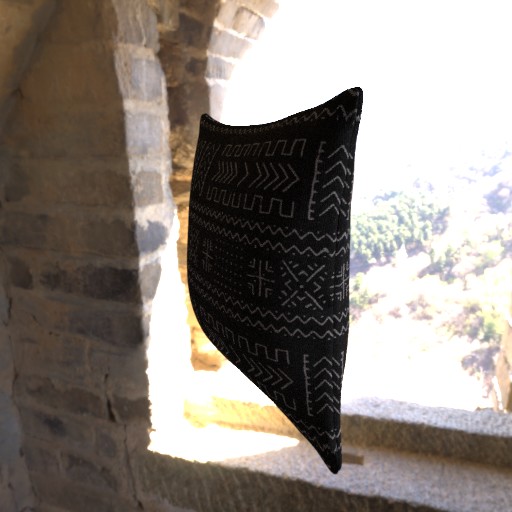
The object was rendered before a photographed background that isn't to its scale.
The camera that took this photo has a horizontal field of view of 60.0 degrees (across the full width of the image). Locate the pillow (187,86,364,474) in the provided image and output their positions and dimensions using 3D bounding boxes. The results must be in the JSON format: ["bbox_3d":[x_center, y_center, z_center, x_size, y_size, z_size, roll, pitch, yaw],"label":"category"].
[{"bbox_3d":[0.000,0.000,0.654,0.164,0.430,0.438,-7,16,-26],"label":"pillow"}]
